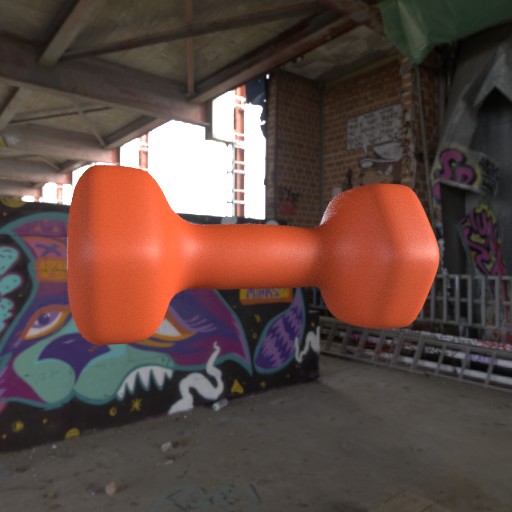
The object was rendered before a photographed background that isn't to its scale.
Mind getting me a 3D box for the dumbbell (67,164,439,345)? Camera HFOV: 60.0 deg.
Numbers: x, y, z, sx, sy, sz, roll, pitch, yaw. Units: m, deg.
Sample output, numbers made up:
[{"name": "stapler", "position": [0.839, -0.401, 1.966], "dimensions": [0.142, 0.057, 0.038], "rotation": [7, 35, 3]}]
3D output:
[{"name": "dumbbell", "position": [0.000, 0.000, 0.207], "dimensions": [0.162, 0.071, 0.079], "rotation": [0, -1, -18]}]
